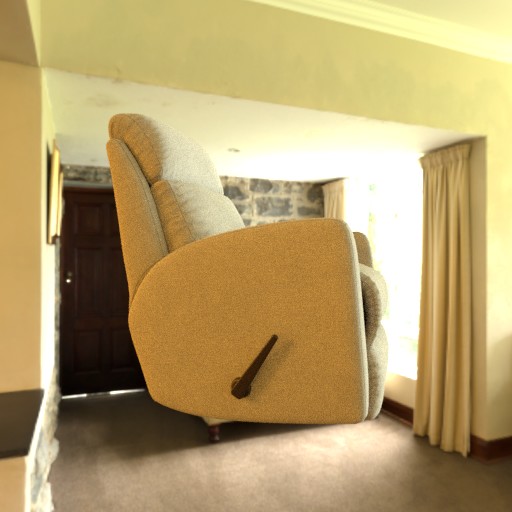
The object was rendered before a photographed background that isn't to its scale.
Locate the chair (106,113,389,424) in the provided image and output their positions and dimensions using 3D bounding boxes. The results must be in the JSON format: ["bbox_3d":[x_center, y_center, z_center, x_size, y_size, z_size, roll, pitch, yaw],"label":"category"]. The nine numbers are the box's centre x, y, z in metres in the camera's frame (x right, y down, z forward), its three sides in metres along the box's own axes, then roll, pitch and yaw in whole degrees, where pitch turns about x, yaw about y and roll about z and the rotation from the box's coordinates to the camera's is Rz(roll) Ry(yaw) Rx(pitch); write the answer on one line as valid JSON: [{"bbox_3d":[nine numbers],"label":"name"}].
[{"bbox_3d":[0.000,0.000,1.660,0.941,1.015,0.812,0,0,18],"label":"chair"}]
